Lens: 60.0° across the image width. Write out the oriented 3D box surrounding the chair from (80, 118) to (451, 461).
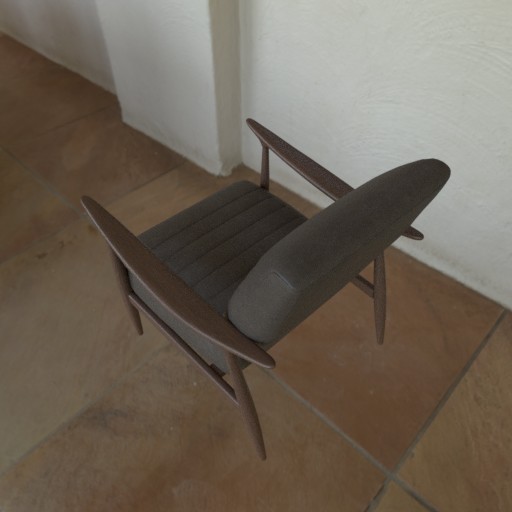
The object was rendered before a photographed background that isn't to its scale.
[{"bbox_3d":[0.000,0.000,1.401,0.741,0.831,0.798,-34,55,-28],"label":"chair"}]
